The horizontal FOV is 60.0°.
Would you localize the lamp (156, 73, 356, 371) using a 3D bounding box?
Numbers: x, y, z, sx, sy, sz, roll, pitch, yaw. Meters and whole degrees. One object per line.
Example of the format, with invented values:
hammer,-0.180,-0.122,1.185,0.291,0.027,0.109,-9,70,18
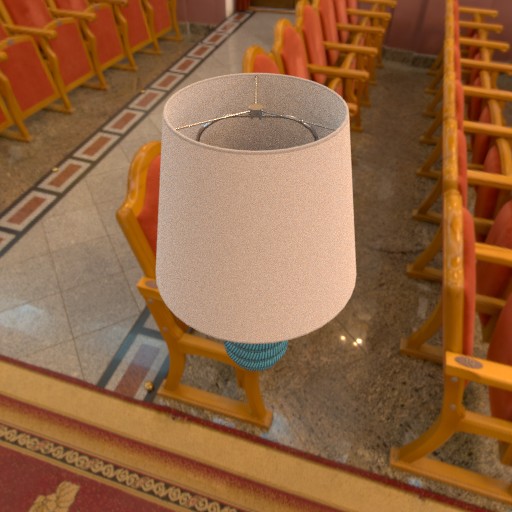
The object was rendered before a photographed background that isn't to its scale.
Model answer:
lamp,0.000,0.000,0.562,0.254,0.392,0.254,0,42,0
